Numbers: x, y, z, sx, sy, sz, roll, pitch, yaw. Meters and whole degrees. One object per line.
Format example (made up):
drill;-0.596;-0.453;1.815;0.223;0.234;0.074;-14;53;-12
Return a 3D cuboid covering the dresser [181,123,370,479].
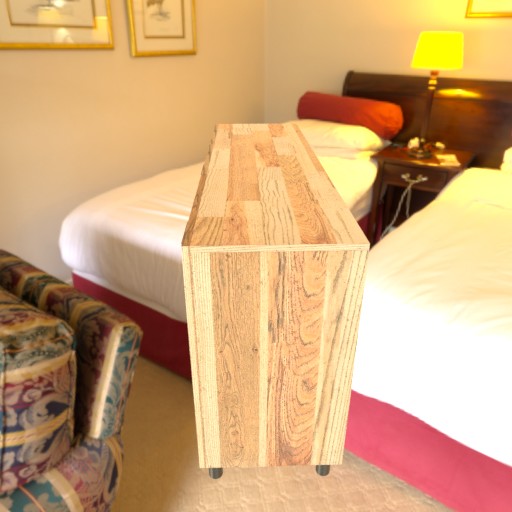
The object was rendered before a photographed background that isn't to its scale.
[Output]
dresser;0.000;0.000;1.908;0.487;0.834;1.547;-1;27;-2
